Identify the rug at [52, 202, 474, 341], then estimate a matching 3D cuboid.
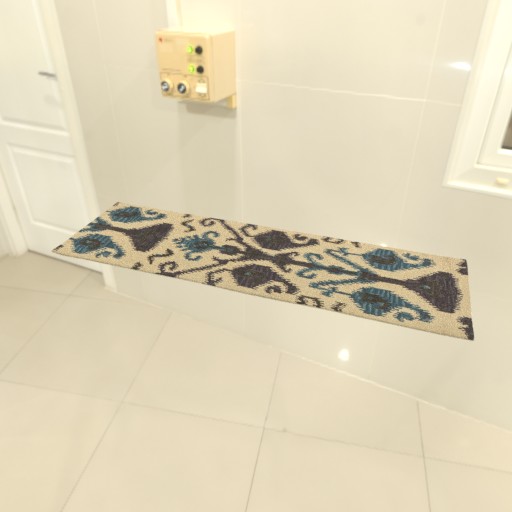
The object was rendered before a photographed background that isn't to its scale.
[{"bbox_3d":[0.000,0.000,2.557,2.301,0.017,0.692,11,35,15],"label":"rug"}]
